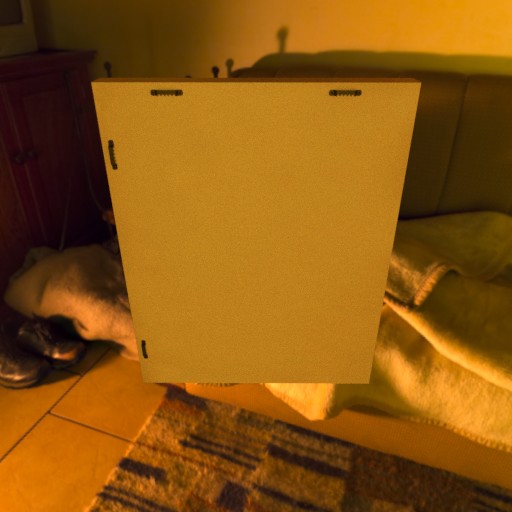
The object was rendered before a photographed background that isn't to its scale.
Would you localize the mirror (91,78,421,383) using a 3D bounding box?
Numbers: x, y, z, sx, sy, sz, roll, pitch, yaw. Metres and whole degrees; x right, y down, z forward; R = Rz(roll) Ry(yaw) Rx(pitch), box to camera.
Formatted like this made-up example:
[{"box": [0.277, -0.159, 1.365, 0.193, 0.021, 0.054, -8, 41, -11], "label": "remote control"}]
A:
[{"box": [0.000, 0.000, 0.683, 0.406, 0.509, 0.041, 0, 30, 0], "label": "mirror"}]
